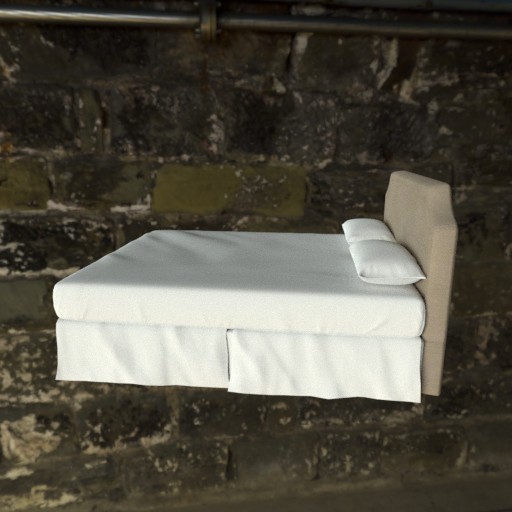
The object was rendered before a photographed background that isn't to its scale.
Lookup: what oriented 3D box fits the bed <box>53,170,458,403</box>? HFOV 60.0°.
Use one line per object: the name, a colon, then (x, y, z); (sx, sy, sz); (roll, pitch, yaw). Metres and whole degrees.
bed: (0.000, 0.000, 3.554); (2.498, 1.293, 1.977); (2, 14, 7)
